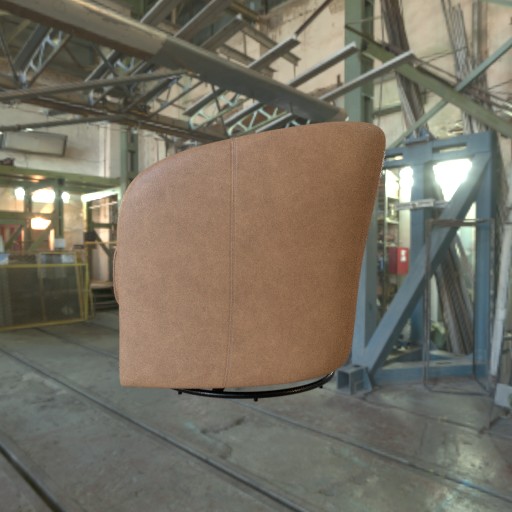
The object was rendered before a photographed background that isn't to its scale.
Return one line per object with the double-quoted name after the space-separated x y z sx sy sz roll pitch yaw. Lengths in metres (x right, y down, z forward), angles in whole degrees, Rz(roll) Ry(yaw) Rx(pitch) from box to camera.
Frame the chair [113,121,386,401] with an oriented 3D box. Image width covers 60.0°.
0.000 0.000 1.473 0.815 0.771 0.791 0 1 0 "chair"
